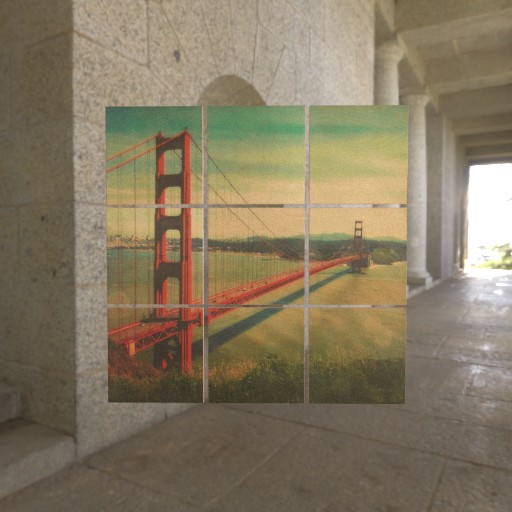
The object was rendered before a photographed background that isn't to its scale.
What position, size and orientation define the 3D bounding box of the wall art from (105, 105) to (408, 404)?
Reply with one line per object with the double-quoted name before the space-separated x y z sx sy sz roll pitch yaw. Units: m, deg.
"wall art" 0.000 0.000 1.805 1.217 1.207 0.016 0 2 1
